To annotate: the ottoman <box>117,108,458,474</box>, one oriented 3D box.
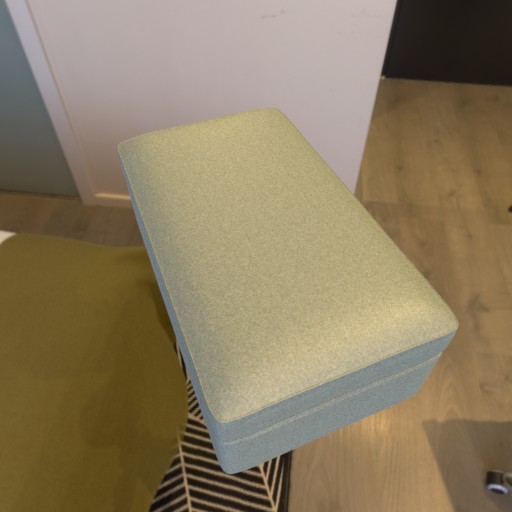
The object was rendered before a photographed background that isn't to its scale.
[{"bbox_3d":[0.000,0.000,1.544,0.681,0.494,1.173,-17,51,-15],"label":"ottoman"}]
